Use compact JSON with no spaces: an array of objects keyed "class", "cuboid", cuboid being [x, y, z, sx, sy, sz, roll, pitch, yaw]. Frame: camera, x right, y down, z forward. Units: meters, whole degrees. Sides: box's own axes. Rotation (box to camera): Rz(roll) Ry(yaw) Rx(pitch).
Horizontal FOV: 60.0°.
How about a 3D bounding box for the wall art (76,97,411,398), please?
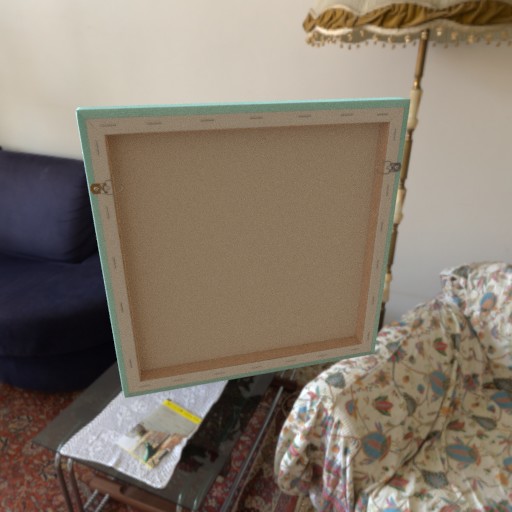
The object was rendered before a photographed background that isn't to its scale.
[{"class":"wall art","cuboid":[0.000,0.000,1.165,0.765,0.766,0.054,-7,26,-13]}]
